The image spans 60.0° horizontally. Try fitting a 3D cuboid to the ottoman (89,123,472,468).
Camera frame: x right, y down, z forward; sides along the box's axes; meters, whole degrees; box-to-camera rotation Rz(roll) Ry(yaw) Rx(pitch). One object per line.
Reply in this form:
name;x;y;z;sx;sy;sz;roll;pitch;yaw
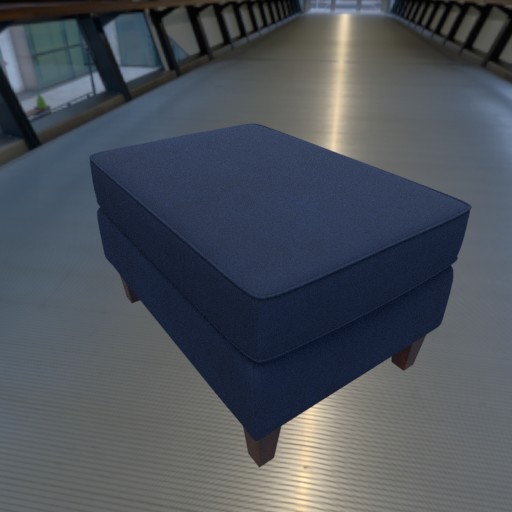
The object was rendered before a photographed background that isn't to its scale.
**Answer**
ottoman;0.000;0.000;1.386;0.686;0.584;0.965;-21;37;-30
